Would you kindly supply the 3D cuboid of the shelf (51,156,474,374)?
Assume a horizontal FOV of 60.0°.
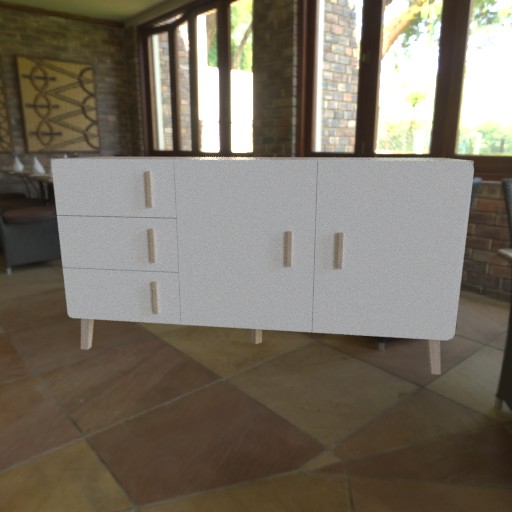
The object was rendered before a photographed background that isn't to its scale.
[{"bbox_3d":[0.000,0.000,1.814,1.490,0.780,0.400,2,14,8],"label":"shelf"}]
